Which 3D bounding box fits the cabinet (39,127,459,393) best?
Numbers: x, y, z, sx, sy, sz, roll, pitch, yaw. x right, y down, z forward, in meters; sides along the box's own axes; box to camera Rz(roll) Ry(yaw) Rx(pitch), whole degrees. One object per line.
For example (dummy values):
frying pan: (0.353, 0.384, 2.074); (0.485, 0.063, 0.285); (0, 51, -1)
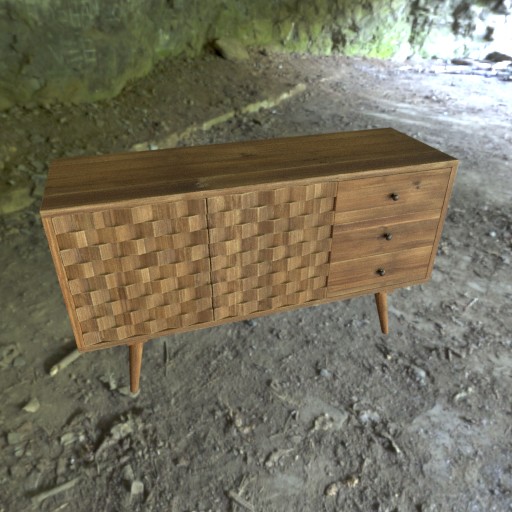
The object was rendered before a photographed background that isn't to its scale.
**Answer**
cabinet: (0.000, 0.000, 1.793); (1.400, 0.800, 0.472); (-9, 33, -15)
